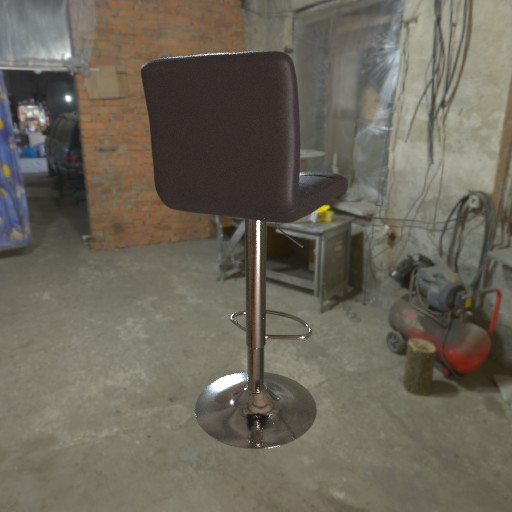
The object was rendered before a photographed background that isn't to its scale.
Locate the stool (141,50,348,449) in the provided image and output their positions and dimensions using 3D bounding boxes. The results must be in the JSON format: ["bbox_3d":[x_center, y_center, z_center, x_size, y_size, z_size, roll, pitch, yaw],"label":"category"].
[{"bbox_3d":[0.000,0.000,1.392,0.430,1.115,0.505,9,20,27],"label":"stool"}]
